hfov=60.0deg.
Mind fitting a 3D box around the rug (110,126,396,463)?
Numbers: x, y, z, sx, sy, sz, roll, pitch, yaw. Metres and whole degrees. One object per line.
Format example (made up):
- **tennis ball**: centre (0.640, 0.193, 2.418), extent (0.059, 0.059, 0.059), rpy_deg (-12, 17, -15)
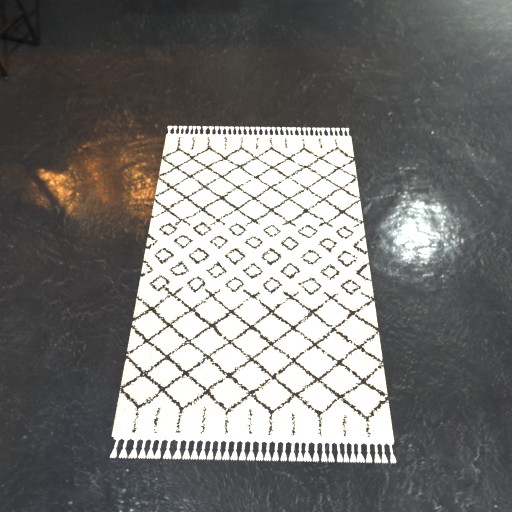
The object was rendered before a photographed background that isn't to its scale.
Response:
- **rug**: centre (0.000, 0.000, 2.371), extent (1.196, 0.008, 2.006), rpy_deg (1, 57, 1)
